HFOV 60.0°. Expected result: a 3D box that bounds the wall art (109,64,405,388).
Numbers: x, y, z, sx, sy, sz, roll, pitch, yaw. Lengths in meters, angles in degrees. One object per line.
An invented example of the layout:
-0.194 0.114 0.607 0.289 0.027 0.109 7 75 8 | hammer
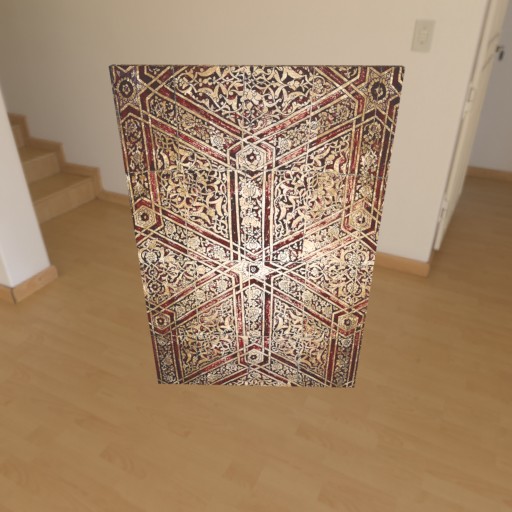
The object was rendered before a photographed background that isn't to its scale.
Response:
0.000 0.000 0.753 0.397 0.599 0.020 1 31 1 | wall art
